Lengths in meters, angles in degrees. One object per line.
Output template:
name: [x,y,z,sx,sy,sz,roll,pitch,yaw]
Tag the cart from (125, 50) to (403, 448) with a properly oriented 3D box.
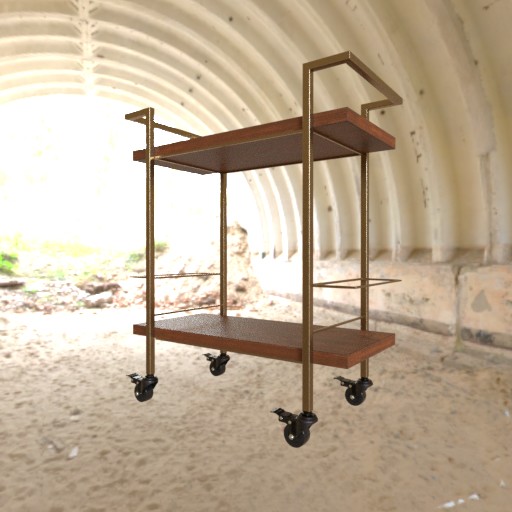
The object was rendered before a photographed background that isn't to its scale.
cart: [0.000,0.000,1.198,0.695,0.807,0.364,0,1,36]
